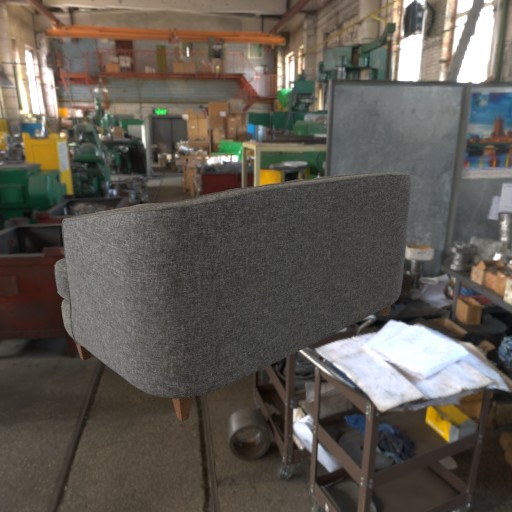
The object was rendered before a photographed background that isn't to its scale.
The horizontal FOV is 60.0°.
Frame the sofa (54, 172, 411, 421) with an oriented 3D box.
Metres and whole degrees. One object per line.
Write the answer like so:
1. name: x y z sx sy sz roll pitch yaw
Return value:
1. sofa: 0.000 0.000 2.278 1.733 0.855 0.941 -15 22 -41
